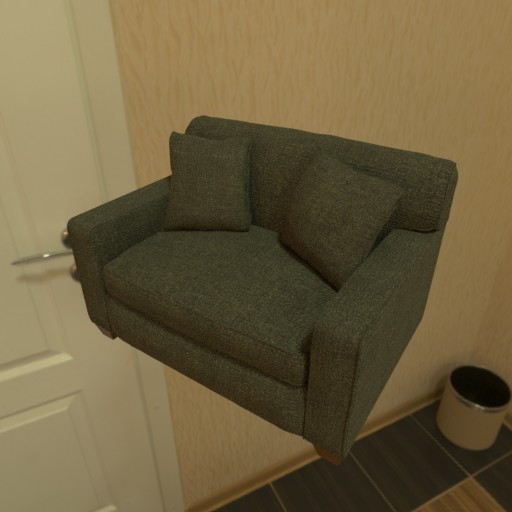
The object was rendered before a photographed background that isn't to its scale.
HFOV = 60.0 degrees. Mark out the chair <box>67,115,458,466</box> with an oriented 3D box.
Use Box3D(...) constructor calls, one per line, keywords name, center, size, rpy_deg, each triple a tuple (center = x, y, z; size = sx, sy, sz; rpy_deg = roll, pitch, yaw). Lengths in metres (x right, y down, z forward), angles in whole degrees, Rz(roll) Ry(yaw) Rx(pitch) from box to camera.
Box3D(name="chair", center=(0.000, 0.000, 2.001), size=(1.383, 0.948, 1.000), rpy_deg=(19, 36, 29))
